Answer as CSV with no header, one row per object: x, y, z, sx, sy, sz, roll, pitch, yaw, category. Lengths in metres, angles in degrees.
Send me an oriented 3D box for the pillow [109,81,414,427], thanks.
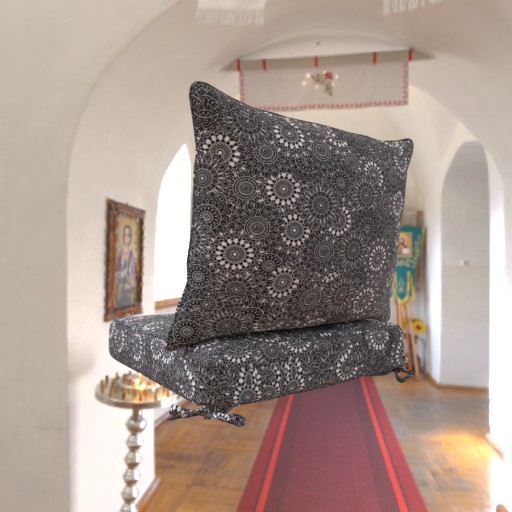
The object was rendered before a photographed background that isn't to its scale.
0.000,0.000,1.356,0.798,0.722,0.740,0,0,-36,pillow
